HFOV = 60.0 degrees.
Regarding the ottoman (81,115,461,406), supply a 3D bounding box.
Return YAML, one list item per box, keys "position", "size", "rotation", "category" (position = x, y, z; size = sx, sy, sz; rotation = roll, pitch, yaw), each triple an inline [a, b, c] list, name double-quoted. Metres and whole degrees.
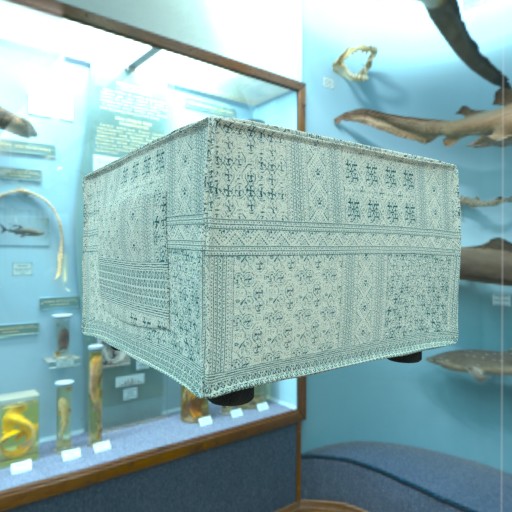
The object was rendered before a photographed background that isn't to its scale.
- position: [0.000, 0.000, 0.994]
  size: [0.626, 0.439, 0.617]
  rotation: [0, 1, -36]
  category: "ottoman"
